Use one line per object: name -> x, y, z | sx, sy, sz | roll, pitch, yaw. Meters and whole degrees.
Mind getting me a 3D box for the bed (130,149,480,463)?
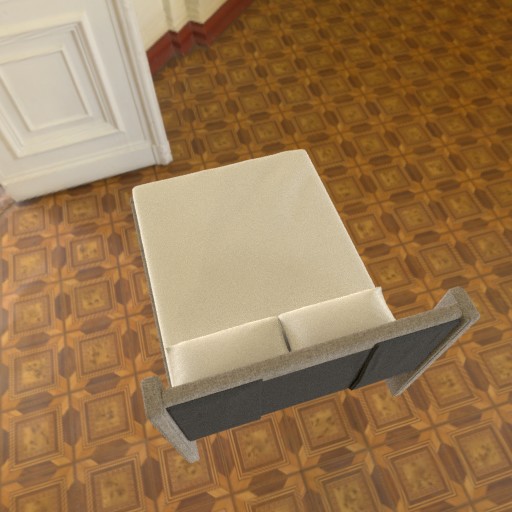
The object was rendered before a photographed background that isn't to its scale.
bed -> 0.000, 0.000, 3.298 | 1.714, 1.481, 2.245 | -15, 59, -9
